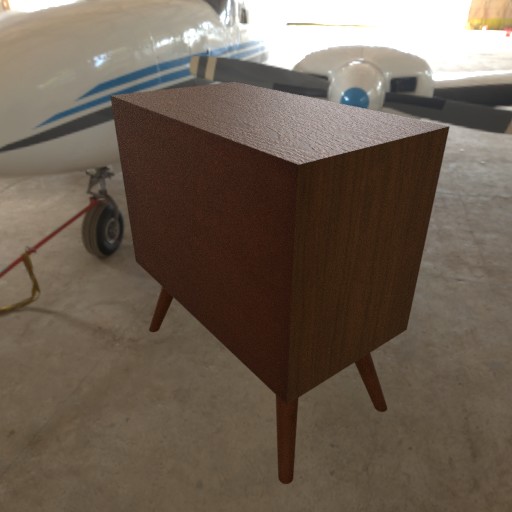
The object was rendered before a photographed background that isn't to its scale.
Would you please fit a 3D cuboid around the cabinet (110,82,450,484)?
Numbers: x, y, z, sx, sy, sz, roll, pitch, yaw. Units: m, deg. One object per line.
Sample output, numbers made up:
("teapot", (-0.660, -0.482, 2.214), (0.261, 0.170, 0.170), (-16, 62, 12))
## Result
("cabinet", (0.000, 0.000, 1.163), (0.388, 0.748, 0.712), (-21, 35, -32))
